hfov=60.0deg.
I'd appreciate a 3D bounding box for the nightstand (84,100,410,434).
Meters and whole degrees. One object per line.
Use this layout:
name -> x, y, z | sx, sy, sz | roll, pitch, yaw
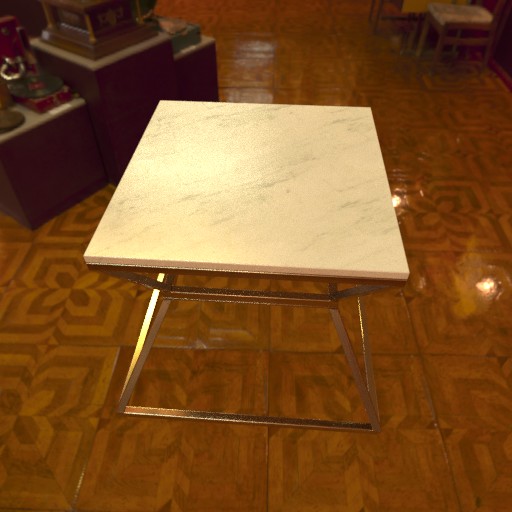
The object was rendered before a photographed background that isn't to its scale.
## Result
nightstand -> 0.000, 0.000, 0.898 | 0.514, 0.426, 0.513 | 3, 45, 3
